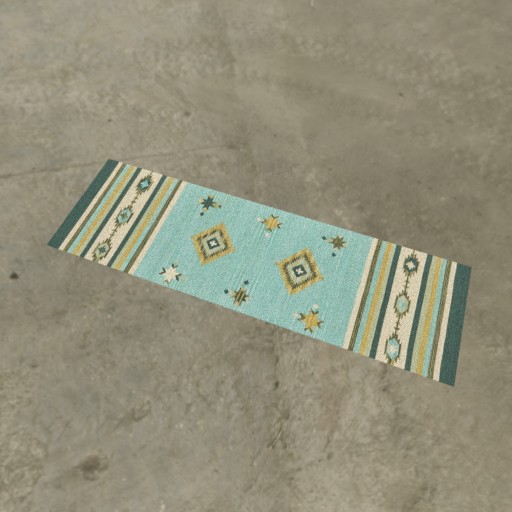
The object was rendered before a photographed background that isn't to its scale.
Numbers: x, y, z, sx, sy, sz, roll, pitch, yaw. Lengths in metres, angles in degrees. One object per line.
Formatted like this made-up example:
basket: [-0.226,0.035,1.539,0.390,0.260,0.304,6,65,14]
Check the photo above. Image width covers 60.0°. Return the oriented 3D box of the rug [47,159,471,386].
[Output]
rug: [0.000,0.000,2.662,2.441,0.010,0.744,18,61,10]
